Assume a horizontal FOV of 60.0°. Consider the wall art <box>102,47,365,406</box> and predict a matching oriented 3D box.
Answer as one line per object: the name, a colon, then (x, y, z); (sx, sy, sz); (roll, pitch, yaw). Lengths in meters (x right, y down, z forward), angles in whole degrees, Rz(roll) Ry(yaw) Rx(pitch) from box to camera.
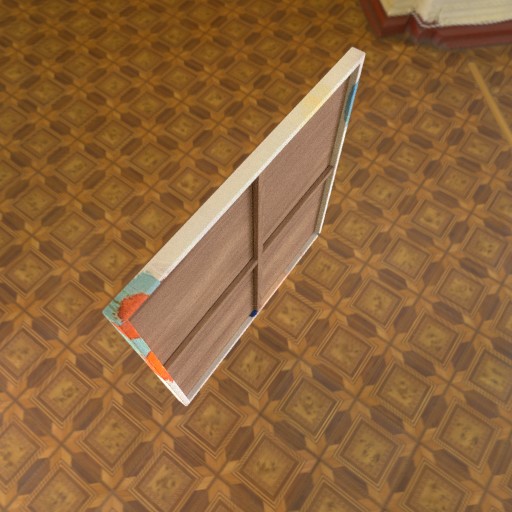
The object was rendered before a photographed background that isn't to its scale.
wall art: (0.000, 0.000, 1.238); (0.037, 0.814, 0.814); (33, 67, 16)
